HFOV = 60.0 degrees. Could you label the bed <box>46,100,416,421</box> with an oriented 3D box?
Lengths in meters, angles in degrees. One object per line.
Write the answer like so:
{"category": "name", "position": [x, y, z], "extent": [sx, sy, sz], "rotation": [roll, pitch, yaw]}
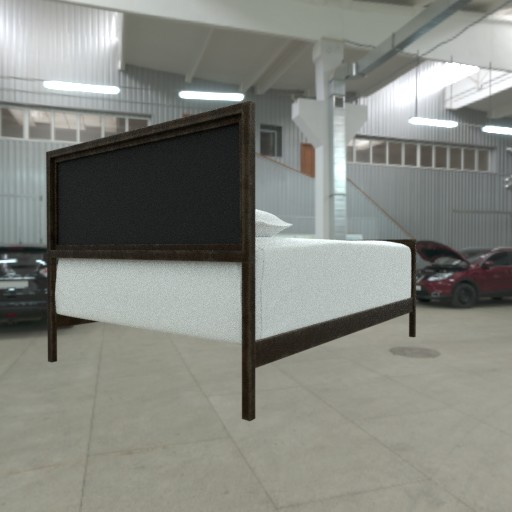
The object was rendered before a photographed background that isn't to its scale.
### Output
{"category": "bed", "position": [0.000, 0.000, 3.179], "extent": [1.607, 1.313, 2.221], "rotation": [1, 1, 37]}
